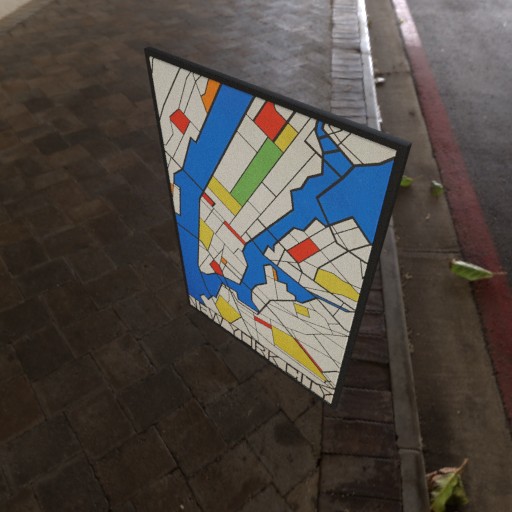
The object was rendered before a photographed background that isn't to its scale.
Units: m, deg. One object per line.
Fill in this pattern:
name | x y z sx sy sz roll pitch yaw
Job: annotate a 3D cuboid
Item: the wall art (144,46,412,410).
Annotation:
wall art | 0.000 0.000 0.843 0.457 0.657 0.013 31 53 27
